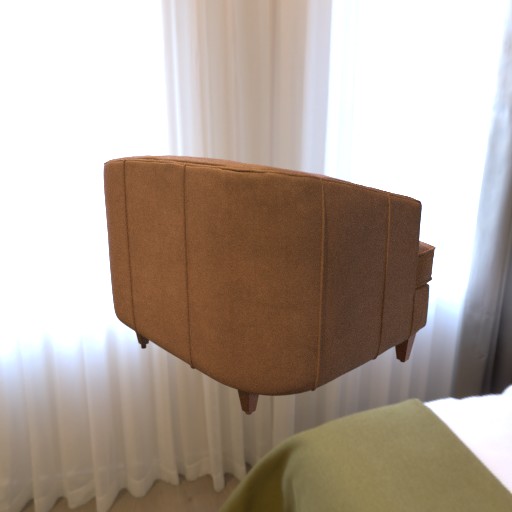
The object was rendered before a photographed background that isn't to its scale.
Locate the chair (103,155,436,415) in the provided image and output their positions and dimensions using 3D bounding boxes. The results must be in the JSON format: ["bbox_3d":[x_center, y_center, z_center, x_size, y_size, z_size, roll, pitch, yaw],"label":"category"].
[{"bbox_3d":[0.000,0.000,1.758,0.914,0.787,1.118,-13,19,-42],"label":"chair"}]
